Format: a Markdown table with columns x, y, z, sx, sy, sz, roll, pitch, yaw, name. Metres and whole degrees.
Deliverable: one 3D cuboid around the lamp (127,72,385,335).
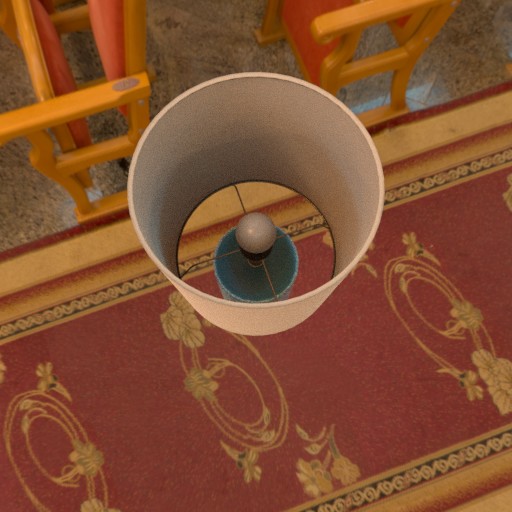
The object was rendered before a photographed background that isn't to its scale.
| x | y | z | sx | sy | sz | roll | pitch | yaw | name |
| --- | --- | --- | --- | --- | --- | --- | --- | --- | --- |
| 0.000 | 0.000 | 0.767 | 0.278 | 0.597 | 0.278 | -18 | 75 | -5 | lamp |
